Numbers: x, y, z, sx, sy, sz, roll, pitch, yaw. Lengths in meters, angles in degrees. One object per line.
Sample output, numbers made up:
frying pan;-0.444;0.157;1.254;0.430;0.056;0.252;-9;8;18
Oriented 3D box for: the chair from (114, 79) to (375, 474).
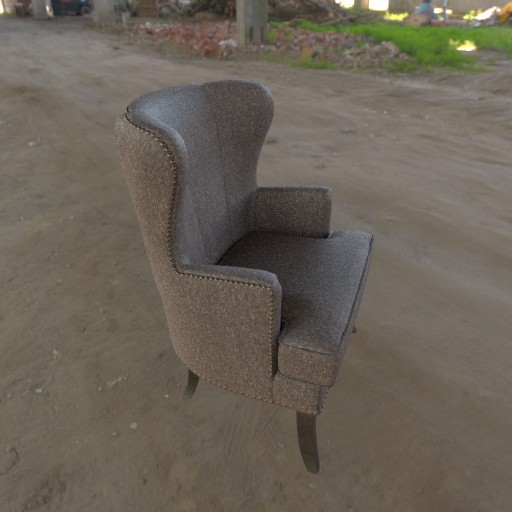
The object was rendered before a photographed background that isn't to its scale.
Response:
chair;0.000;0.000;1.559;0.758;1.060;0.759;11;32;17
